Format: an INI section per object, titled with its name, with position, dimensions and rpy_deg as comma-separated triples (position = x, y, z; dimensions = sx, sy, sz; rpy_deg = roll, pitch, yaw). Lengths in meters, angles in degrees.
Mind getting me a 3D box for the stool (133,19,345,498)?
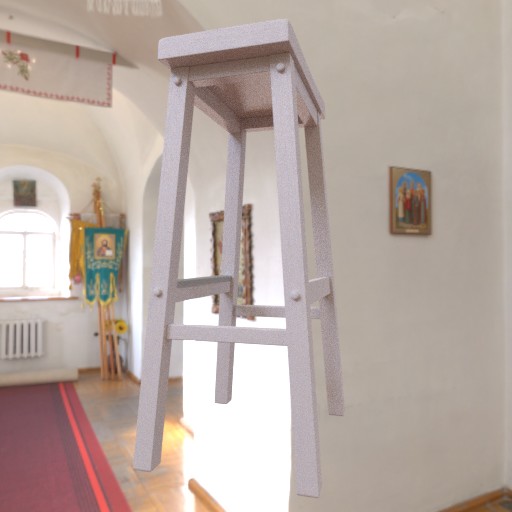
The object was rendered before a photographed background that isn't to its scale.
[stool]
position = 0.000, 0.000, 0.916
dimensions = 0.322, 0.742, 0.406
rpy_deg = 0, -1, 17
